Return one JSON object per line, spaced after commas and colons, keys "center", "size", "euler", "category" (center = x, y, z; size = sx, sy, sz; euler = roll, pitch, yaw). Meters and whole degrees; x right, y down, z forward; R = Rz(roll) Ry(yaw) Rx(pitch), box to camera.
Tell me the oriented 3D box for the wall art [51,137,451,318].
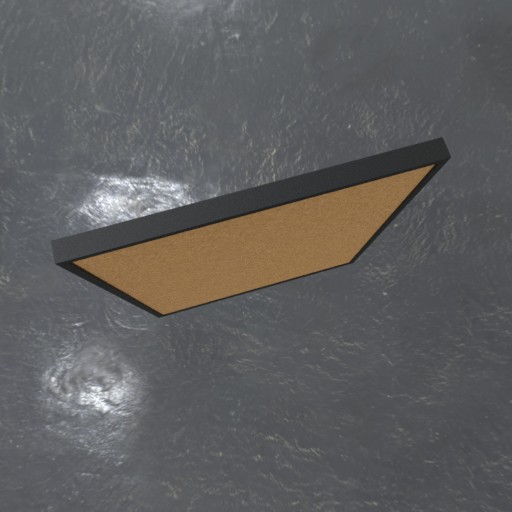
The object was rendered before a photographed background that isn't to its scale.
{"center": [0.000, 0.000, 0.542], "size": [0.330, 0.381, 0.019], "euler": [-15, 76, -4], "category": "wall art"}
